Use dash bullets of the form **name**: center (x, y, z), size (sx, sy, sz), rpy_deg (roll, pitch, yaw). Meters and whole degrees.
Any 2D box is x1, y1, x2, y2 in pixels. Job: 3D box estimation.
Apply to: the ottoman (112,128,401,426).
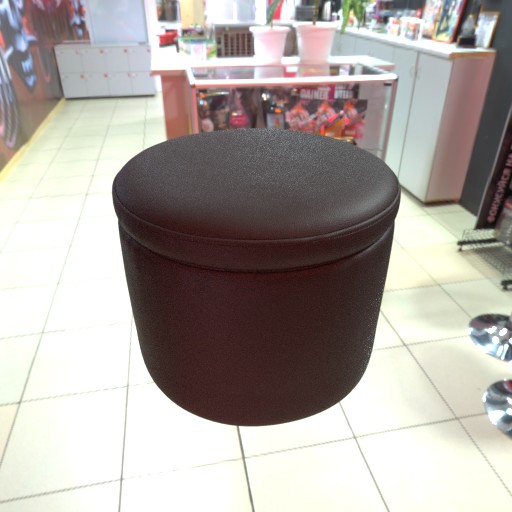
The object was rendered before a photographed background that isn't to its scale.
- **ottoman**: center (0.000, 0.000, 0.874), size (0.500, 0.409, 0.500), rpy_deg (0, 31, 0)
